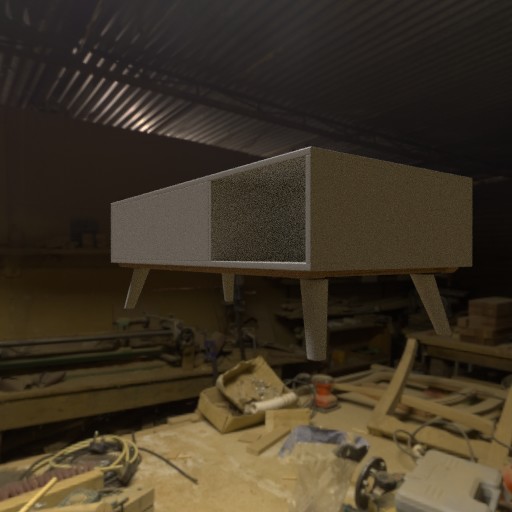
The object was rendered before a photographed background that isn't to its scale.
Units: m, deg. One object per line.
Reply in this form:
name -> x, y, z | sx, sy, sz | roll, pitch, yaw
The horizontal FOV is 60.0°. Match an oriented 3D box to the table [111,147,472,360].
table -> 0.000, 0.000, 1.528 | 0.609, 0.432, 1.194 | 0, 0, -36
